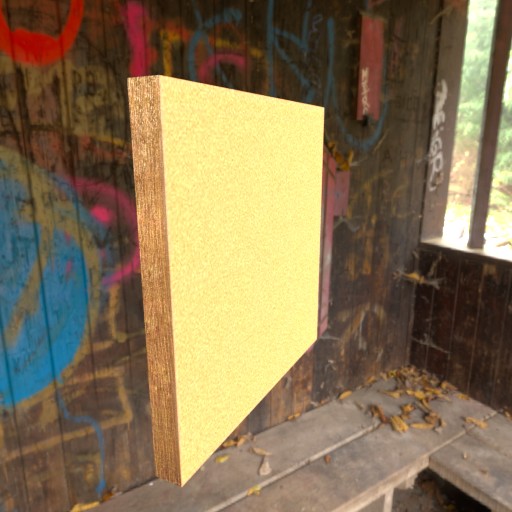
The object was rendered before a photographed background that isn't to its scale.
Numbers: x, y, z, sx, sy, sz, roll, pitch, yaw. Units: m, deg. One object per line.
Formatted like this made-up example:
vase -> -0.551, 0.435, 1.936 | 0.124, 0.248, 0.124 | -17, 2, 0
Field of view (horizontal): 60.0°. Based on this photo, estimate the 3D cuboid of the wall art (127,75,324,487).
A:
wall art -> 0.000, 0.000, 0.595 | 0.039, 0.403, 0.406 | 7, 16, 27
